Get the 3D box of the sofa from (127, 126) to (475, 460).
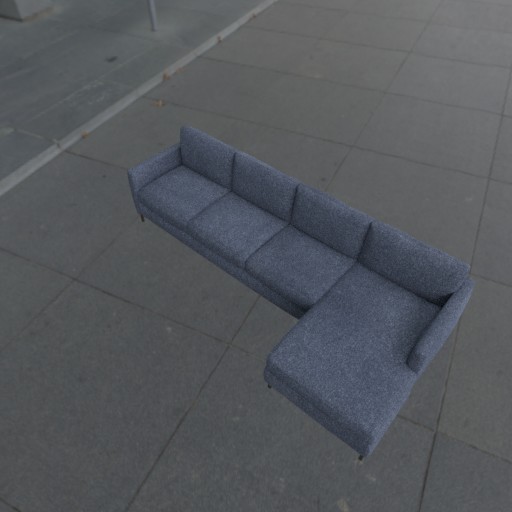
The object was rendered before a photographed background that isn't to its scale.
[{"bbox_3d":[0.000,0.000,3.497,2.932,0.810,1.350,32,54,27],"label":"sofa"}]
